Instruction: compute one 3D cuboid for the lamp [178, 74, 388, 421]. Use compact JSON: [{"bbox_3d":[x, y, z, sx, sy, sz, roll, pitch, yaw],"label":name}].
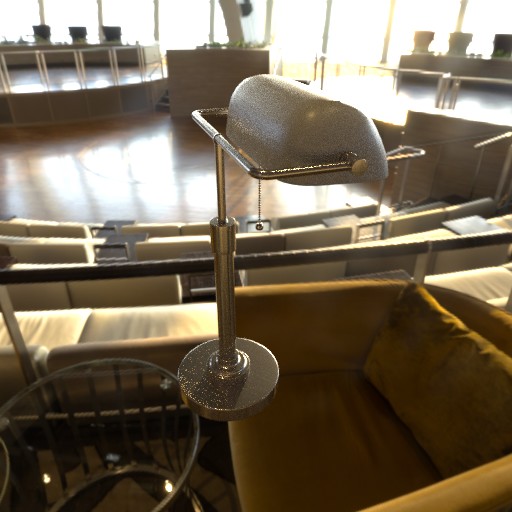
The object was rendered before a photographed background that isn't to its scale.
[{"bbox_3d":[0.000,0.000,0.556,0.227,0.404,0.269,-10,31,-17],"label":"lamp"}]
